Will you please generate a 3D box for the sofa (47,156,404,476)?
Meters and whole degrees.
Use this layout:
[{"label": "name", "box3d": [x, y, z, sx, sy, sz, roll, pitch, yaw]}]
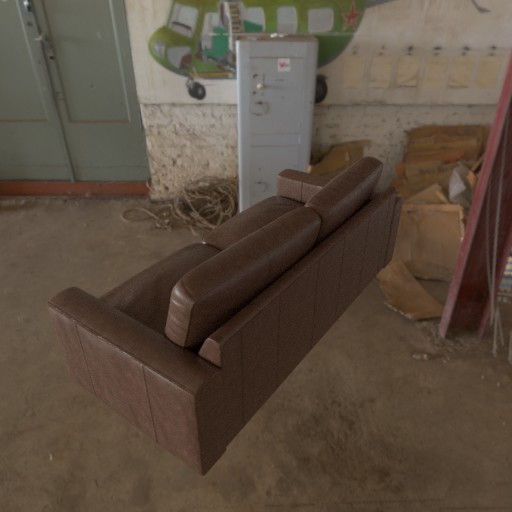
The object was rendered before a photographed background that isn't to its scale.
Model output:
[{"label": "sofa", "box3d": [0.000, 0.000, 2.703, 1.016, 0.873, 2.179, 21, 38, 30]}]
